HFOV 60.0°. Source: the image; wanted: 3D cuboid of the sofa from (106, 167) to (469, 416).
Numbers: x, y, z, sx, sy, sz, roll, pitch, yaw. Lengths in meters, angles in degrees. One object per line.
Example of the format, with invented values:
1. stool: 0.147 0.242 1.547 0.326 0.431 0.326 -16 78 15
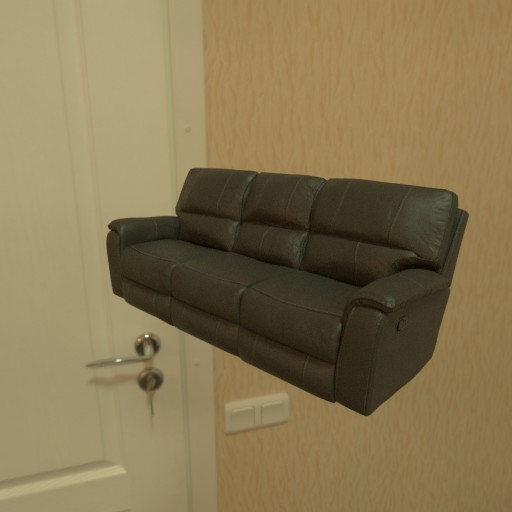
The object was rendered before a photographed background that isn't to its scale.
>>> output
1. sofa: 0.000 0.000 3.227 2.627 1.134 1.104 15 22 42
